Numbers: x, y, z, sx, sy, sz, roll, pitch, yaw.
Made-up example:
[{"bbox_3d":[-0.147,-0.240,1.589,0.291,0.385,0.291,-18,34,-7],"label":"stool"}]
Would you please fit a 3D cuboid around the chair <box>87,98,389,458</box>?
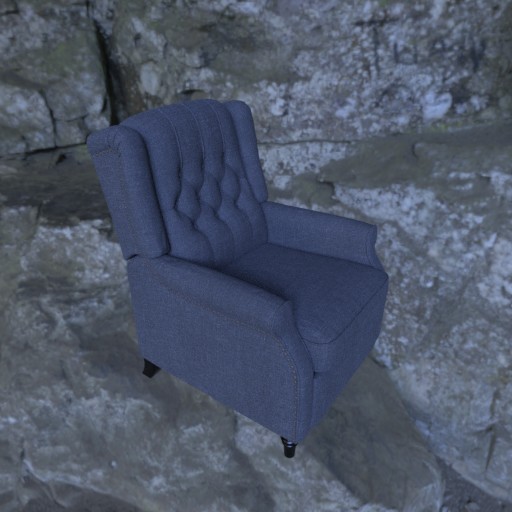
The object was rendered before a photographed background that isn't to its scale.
[{"bbox_3d":[0.000,0.000,1.652,0.898,1.035,0.742,19,33,31],"label":"chair"}]
